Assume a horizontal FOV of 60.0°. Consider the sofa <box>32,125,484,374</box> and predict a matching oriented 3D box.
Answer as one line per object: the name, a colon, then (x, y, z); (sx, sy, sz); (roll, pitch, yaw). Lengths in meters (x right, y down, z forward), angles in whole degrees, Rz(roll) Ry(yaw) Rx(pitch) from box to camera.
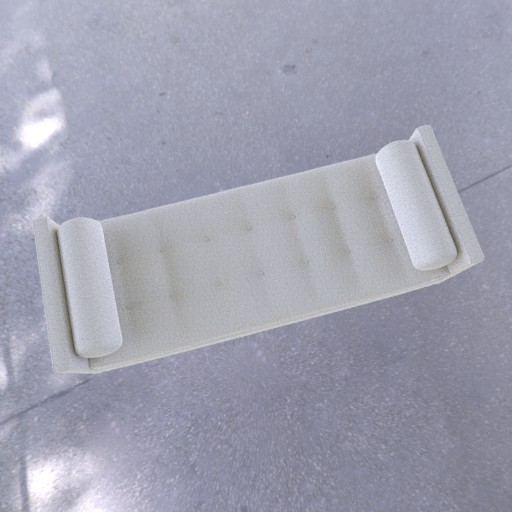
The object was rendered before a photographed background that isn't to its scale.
sofa: (0.000, 0.000, 2.325); (1.985, 0.641, 0.746); (-14, 75, -4)
